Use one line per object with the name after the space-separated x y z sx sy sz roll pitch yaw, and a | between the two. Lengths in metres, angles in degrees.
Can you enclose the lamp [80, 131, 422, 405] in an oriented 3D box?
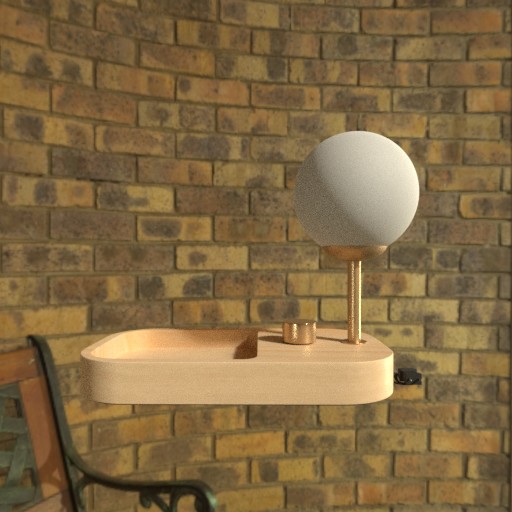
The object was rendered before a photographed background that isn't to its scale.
0.000 0.000 0.458 0.331 0.253 0.173 0 0 0 | lamp
